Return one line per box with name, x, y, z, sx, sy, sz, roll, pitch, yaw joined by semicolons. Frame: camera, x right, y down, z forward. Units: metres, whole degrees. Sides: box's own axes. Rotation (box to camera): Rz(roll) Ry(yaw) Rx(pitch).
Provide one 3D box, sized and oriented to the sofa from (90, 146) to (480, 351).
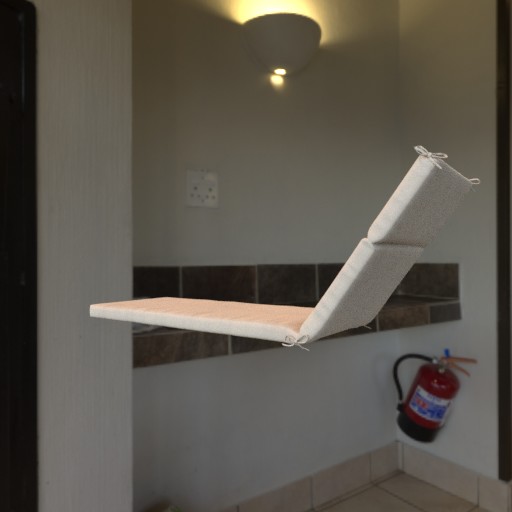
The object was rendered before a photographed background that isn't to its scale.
sofa;0.000;0.000;1.905;1.663;0.622;0.582;0;0;36
